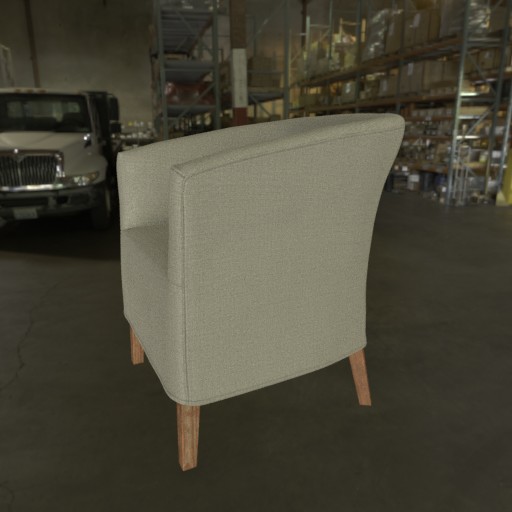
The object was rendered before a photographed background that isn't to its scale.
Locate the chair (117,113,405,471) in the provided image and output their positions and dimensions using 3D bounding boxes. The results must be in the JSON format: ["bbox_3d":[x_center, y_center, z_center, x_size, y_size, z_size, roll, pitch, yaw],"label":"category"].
[{"bbox_3d":[0.000,0.000,1.248,0.668,0.771,0.600,-8,18,-26],"label":"chair"}]
